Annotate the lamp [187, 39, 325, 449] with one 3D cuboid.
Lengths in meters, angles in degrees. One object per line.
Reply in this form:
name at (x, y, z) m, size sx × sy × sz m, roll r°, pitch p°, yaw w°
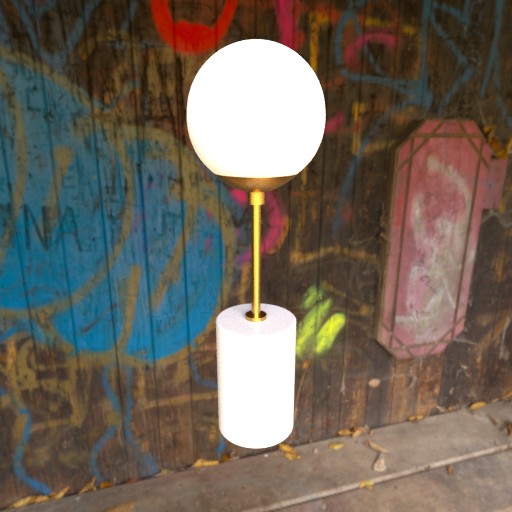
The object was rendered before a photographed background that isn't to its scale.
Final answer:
lamp at (0.000, 0.000, 0.542) m, size 0.153 × 0.480 × 0.153 m, roll 0°, pitch 16°, yaw 0°
